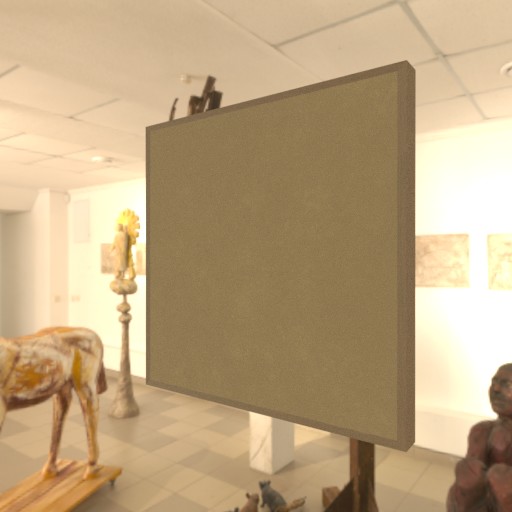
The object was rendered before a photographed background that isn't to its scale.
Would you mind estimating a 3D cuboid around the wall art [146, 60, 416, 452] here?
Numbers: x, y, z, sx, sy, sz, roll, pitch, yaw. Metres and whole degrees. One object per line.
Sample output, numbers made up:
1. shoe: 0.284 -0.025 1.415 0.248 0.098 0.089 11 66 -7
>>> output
1. wall art: 0.000 0.000 0.737 0.508 0.506 0.038 0 0 36
